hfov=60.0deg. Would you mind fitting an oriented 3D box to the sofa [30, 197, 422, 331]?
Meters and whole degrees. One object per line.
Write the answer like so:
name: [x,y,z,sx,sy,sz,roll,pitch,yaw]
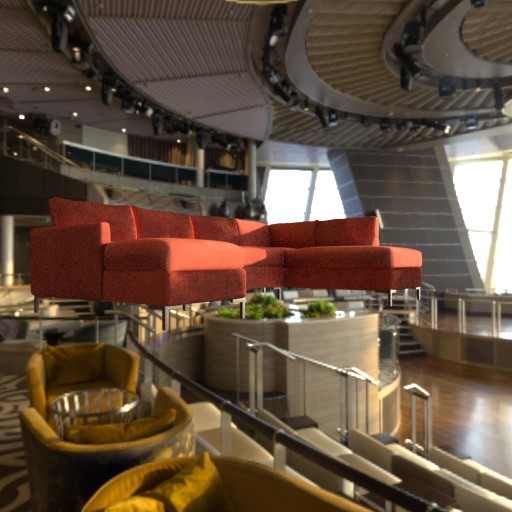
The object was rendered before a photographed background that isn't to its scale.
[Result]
sofa: [0.000,0.000,3.846,1.981,0.858,2.971,-1,-1,37]
